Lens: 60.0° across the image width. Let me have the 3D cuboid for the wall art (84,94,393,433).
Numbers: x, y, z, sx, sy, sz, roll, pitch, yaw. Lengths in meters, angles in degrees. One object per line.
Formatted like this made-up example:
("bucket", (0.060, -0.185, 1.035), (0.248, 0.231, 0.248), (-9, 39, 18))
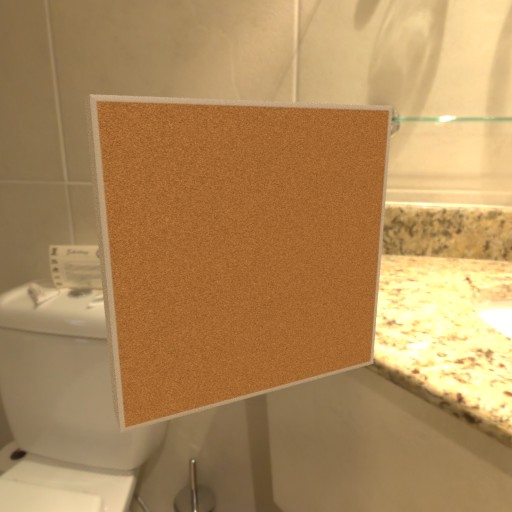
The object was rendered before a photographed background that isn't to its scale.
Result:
("wall art", (0.000, 0.000, 0.464), (0.305, 0.304, 0.038), (-7, 17, -25))
